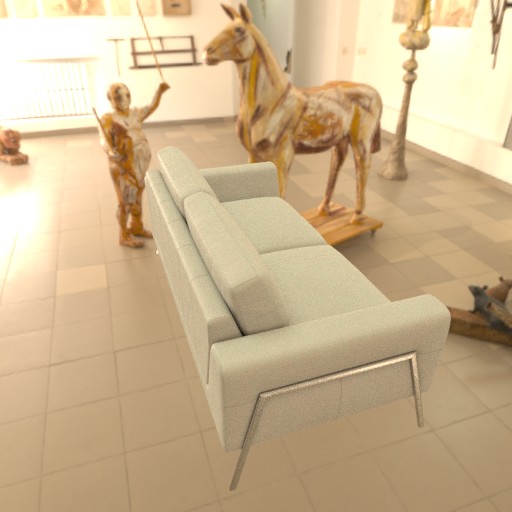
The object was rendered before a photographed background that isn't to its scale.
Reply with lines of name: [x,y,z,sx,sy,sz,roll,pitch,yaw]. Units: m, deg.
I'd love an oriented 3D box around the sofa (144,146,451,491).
sofa: [0.000,0.000,2.495,0.953,0.875,2.017,-10,32,-17]
